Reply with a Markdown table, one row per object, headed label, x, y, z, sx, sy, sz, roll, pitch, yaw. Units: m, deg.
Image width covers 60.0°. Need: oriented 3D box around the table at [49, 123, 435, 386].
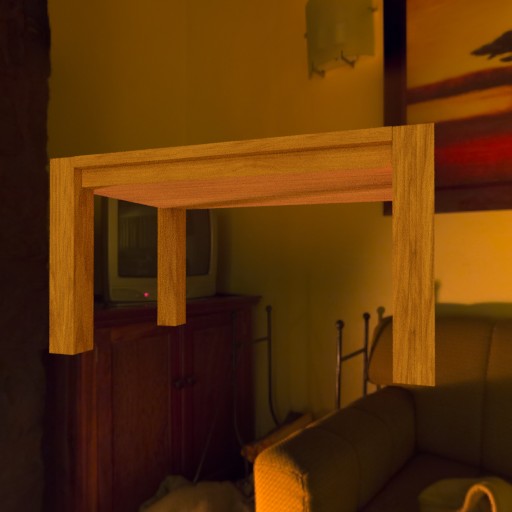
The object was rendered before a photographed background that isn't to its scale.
| label | x | y | z | sx | sy | sz | roll | pitch | yaw |
| --- | --- | --- | --- | --- | --- | --- | --- | --- | --- |
| table | 0.000 | 0.000 | 1.929 | 1.400 | 0.760 | 0.900 | 0 | -1 | 19 |
